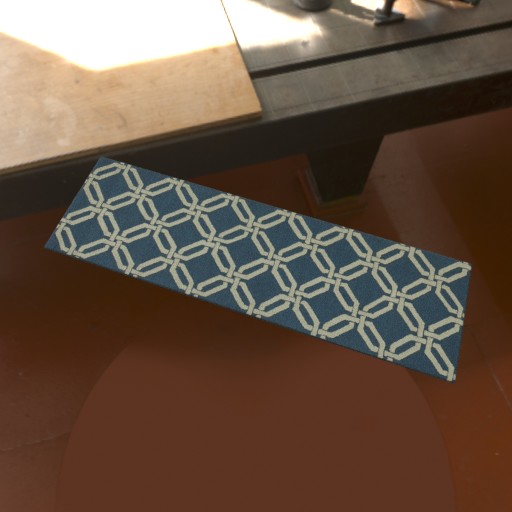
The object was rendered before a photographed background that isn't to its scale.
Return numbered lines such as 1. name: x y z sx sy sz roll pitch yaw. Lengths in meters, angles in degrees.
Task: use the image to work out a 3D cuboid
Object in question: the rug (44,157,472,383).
1. rug: 0.000 0.000 2.455 2.276 0.014 0.678 17 65 8
